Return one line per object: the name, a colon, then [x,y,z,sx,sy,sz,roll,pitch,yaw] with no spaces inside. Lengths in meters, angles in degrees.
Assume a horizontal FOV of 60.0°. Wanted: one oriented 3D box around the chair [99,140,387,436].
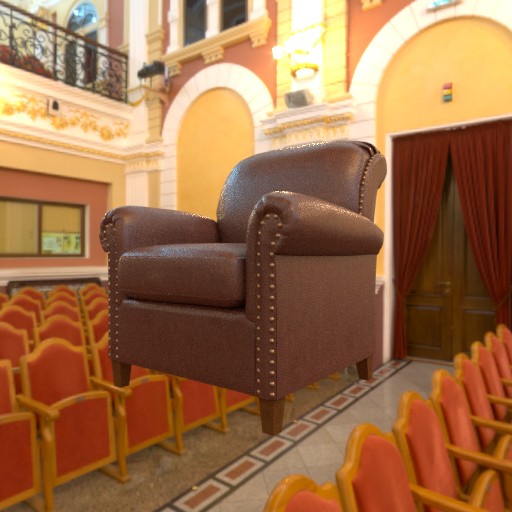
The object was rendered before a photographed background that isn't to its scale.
chair: [0.000,0.000,1.665,0.854,0.927,0.890,1,1,38]
